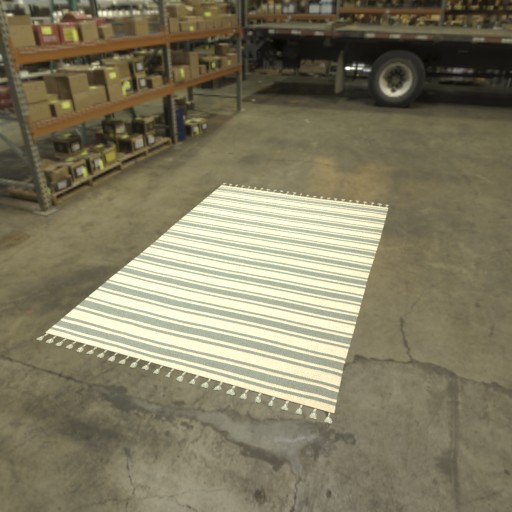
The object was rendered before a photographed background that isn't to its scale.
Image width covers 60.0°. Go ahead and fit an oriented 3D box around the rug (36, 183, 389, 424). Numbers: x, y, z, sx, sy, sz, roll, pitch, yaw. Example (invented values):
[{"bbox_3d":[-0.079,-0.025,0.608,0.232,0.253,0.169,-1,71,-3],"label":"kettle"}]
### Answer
[{"bbox_3d":[0.000,0.000,3.029,1.539,0.011,2.410,10,32,17],"label":"rug"}]
